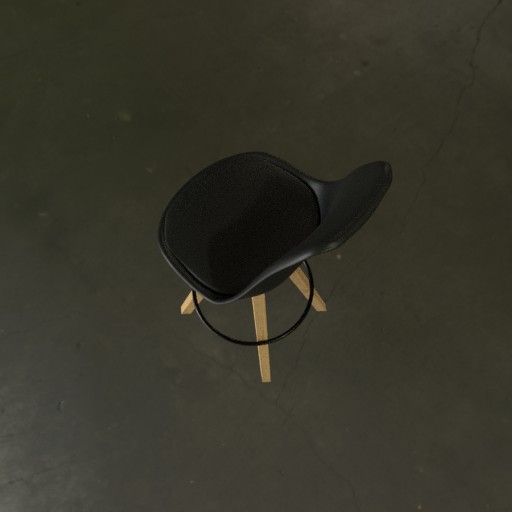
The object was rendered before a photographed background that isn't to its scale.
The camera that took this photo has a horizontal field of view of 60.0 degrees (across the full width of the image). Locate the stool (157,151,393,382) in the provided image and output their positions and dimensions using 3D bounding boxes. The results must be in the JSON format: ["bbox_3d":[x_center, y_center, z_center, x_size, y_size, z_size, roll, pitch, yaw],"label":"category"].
[{"bbox_3d":[0.000,0.000,1.396,0.550,1.115,0.485,37,70,16],"label":"stool"}]
